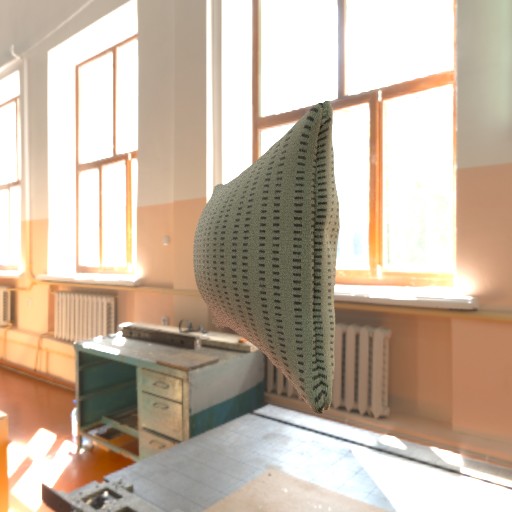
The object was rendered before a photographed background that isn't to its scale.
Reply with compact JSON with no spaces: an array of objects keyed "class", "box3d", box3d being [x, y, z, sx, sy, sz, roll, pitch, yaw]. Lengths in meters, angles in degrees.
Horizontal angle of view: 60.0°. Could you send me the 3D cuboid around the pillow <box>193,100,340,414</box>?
[{"class":"pillow","box3d":[0.000,0.000,0.801,0.210,0.353,0.640,0,0,-16]}]
